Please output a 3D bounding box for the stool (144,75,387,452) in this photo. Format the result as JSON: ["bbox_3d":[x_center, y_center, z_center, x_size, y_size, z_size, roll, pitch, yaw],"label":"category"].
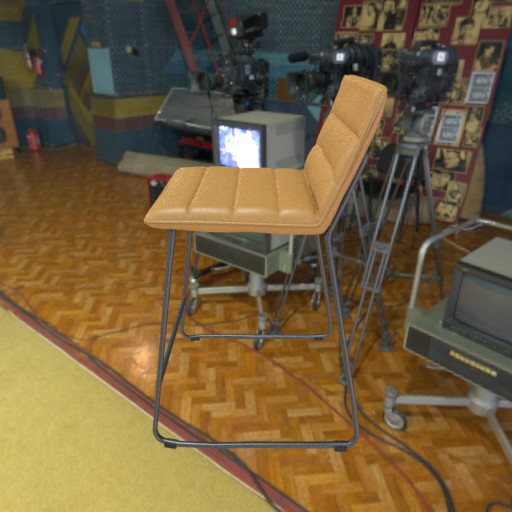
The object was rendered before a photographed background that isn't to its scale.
[{"bbox_3d":[0.000,0.000,1.158,0.524,0.866,0.489,0,25,0],"label":"stool"}]
